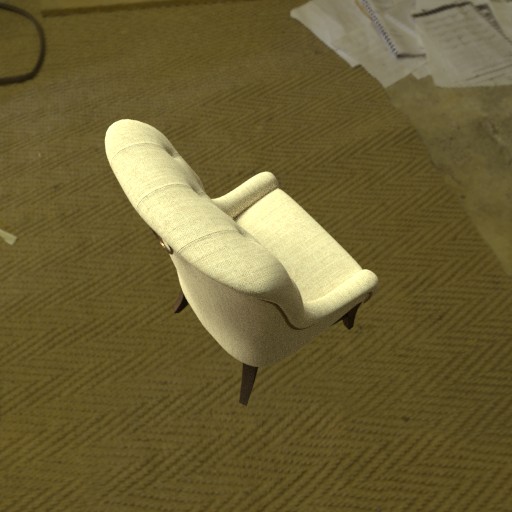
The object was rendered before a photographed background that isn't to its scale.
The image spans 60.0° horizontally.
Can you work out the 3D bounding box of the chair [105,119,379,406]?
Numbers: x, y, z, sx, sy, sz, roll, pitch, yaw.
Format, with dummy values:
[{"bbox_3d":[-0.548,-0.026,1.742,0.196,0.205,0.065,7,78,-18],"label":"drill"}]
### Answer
[{"bbox_3d":[0.000,0.000,1.470,0.629,1.091,0.634,-34,65,-18],"label":"chair"}]
